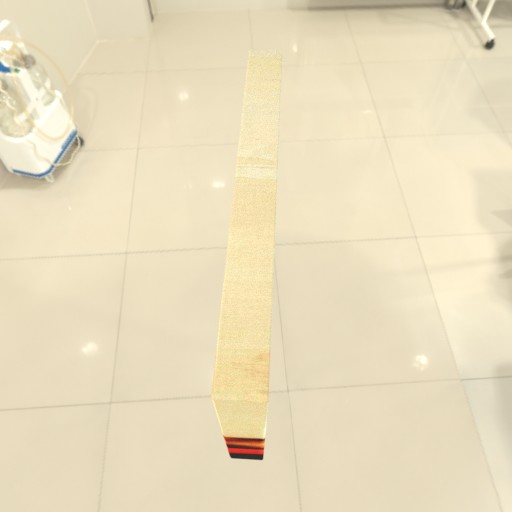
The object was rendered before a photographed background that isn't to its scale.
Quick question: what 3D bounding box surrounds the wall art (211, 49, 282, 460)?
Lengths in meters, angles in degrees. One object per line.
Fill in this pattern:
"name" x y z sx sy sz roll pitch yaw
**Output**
"wall art" 0.000 0.000 0.495 0.037 0.251 0.383 3 58 2
